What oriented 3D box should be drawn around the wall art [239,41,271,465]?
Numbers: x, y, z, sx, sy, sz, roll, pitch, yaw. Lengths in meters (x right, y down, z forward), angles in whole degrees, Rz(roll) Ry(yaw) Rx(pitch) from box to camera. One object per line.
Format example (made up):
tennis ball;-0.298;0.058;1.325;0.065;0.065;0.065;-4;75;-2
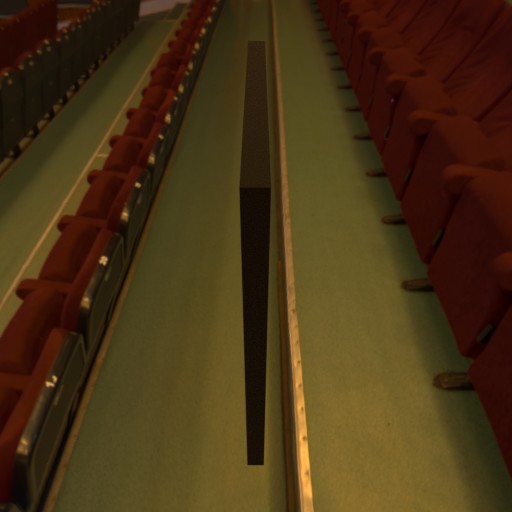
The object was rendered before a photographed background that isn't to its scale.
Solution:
wall art;0.000;0.000;0.754;0.029;0.559;0.457;0;41;0
